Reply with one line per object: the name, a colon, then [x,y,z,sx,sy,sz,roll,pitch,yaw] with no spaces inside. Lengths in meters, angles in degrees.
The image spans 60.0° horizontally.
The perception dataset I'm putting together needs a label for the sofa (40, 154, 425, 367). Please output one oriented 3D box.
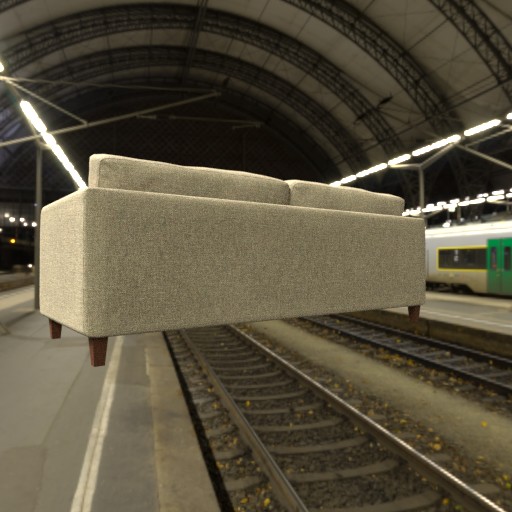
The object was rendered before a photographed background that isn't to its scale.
sofa: [0.000,0.000,2.890,2.434,0.951,0.948,0,-1,-36]
